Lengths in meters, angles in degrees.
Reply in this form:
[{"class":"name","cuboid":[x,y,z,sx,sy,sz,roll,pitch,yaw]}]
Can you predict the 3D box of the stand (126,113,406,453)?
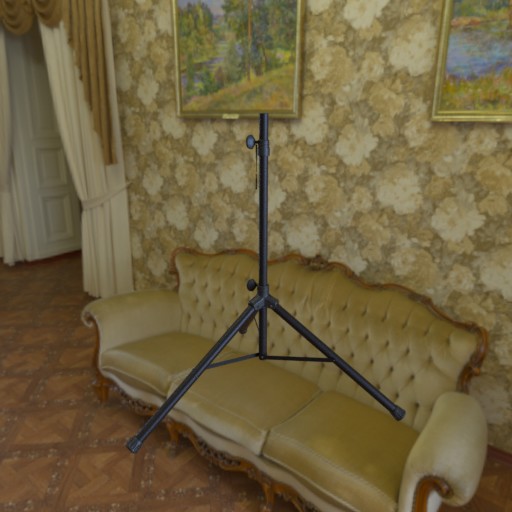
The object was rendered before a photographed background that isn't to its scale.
[{"class":"stand","cuboid":[0.000,0.000,1.864,1.045,1.136,0.907,-2,17,-8]}]
